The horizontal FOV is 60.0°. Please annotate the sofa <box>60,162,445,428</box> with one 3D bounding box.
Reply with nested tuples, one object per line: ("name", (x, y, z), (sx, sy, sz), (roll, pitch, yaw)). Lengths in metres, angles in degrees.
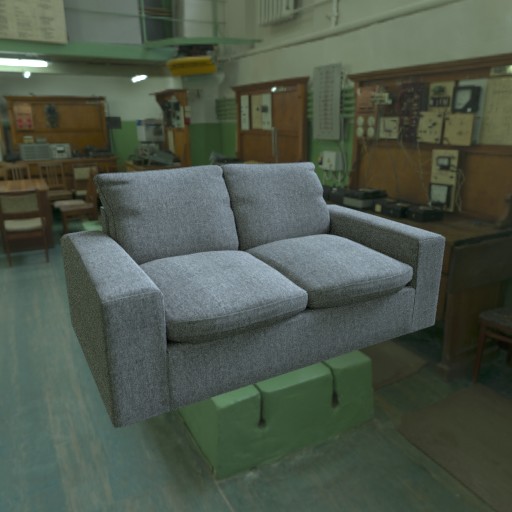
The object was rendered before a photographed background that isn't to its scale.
("sofa", (0.000, 0.000, 2.331), (1.758, 0.877, 1.094), (-10, 20, -29))
